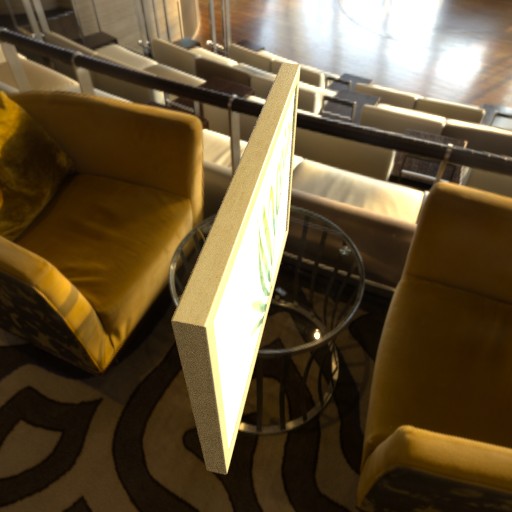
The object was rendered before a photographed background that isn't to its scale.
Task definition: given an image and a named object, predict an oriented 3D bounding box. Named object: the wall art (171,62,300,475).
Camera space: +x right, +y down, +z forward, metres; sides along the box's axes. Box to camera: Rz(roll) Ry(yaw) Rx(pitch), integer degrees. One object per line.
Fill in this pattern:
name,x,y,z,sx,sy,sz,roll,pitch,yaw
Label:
wall art,0.000,0.000,0.695,0.032,0.381,0.533,9,47,9
